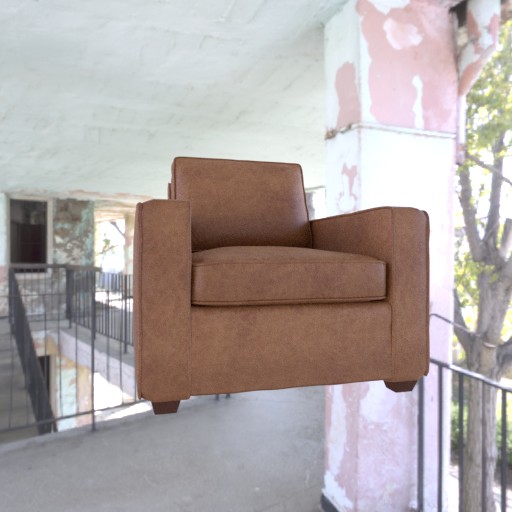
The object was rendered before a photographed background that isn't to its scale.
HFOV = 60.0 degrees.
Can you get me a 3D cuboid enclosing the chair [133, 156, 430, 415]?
[{"bbox_3d":[0.000,0.000,1.800,0.987,0.901,1.027,0,0,-18],"label":"chair"}]
